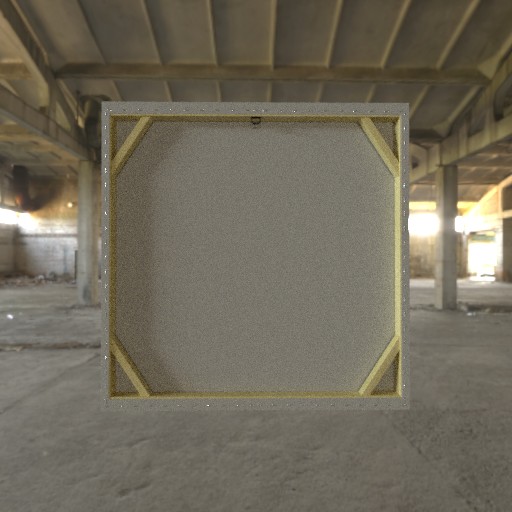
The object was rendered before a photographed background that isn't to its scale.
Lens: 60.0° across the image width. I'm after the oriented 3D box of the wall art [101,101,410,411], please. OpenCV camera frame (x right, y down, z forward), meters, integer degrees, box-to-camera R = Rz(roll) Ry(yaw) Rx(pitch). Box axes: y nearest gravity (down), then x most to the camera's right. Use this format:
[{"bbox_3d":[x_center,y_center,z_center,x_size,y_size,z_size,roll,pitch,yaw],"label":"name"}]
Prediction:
[{"bbox_3d":[0.000,0.000,0.895,0.610,0.610,0.038,0,-1,-1],"label":"wall art"}]
